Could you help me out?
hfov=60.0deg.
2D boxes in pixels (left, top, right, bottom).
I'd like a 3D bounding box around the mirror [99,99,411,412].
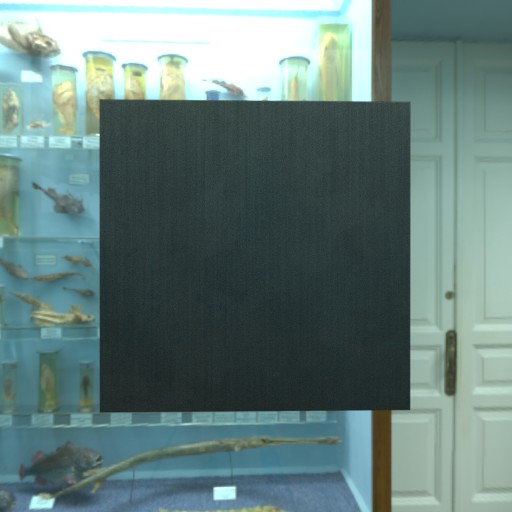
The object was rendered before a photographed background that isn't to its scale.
[{"bbox_3d":[0.000,0.000,0.552,0.382,0.381,0.020,0,0,-1],"label":"mirror"}]
